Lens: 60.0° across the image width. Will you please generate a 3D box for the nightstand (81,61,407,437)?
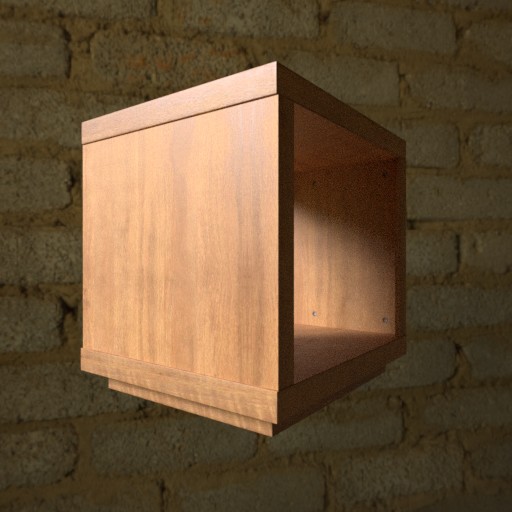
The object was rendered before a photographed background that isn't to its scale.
[{"bbox_3d":[0.000,0.000,0.879,0.436,0.491,0.493,0,0,37],"label":"nightstand"}]
